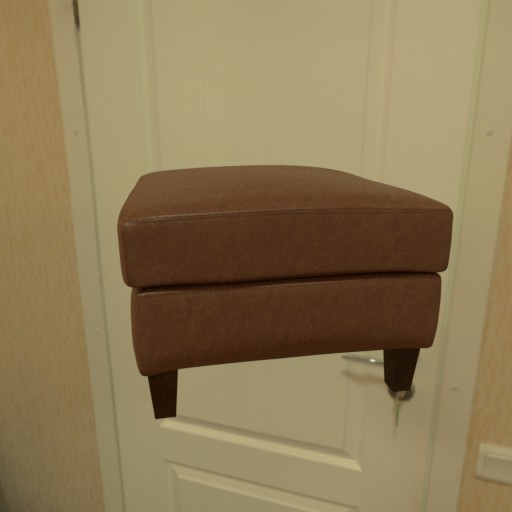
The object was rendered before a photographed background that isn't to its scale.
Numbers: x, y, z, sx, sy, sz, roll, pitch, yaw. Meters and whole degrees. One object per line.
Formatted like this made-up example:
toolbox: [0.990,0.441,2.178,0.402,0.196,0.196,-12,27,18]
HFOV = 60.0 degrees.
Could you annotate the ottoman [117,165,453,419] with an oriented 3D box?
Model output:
ottoman: [0.000,0.000,1.237,0.650,0.485,0.851,-3,16,-10]
